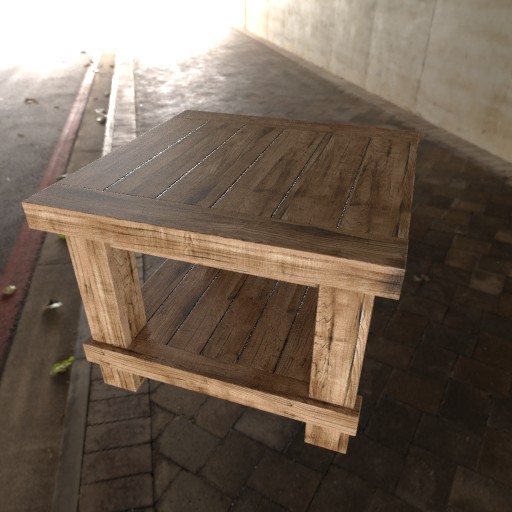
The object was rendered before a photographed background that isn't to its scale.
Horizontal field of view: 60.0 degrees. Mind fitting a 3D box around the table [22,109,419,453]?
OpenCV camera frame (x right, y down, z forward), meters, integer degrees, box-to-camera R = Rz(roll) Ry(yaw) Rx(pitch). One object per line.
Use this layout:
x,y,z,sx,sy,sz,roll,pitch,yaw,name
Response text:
0.000,0.000,1.013,0.610,0.457,0.610,10,34,16,table
